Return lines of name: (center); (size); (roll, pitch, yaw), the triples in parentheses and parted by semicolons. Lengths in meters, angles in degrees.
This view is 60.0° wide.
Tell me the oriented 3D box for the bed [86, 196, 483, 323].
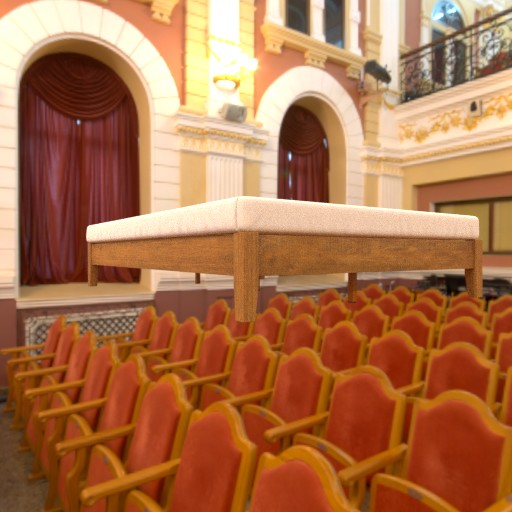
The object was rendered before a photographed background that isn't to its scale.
bed: (0.000, 0.000, 2.739); (1.536, 0.431, 2.016); (0, 0, -35)
